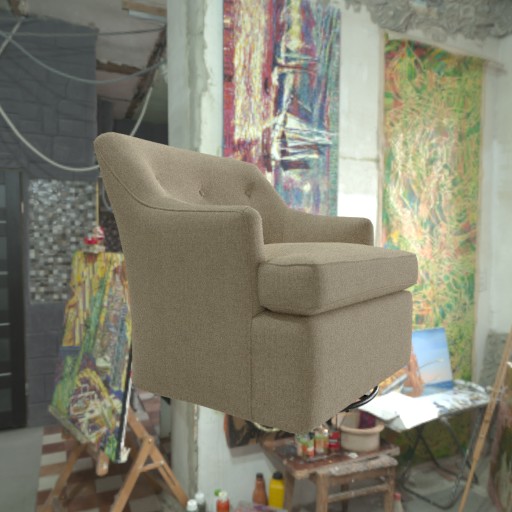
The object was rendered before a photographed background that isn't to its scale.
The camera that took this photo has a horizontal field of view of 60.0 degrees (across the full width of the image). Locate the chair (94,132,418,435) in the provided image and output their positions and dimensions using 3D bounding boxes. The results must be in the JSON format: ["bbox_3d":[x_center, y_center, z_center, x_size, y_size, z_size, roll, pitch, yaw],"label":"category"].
[{"bbox_3d":[0.000,0.000,1.565,0.923,0.856,0.864,2,3,37],"label":"chair"}]
